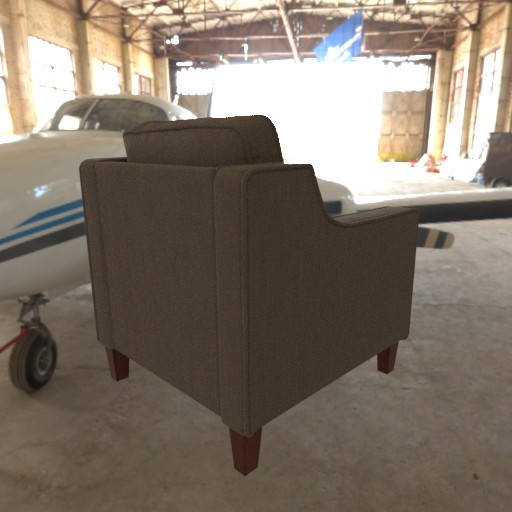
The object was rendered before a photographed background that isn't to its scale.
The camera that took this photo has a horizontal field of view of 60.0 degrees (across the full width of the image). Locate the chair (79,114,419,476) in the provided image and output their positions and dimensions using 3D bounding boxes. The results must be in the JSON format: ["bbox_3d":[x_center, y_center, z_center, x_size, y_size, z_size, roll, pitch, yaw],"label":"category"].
[{"bbox_3d":[0.000,0.000,1.639,0.831,0.960,0.909,14,20,43],"label":"chair"}]
